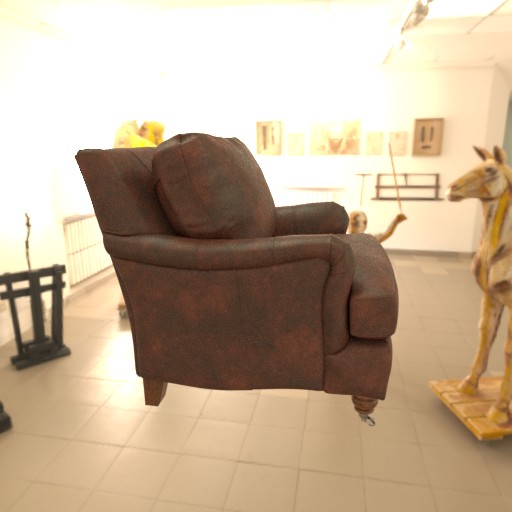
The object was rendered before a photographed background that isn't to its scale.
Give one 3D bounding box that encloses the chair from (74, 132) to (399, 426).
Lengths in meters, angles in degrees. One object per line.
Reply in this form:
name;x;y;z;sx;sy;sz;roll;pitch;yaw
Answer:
chair;0.000;0.000;1.977;1.156;1.051;0.987;2;15;10
